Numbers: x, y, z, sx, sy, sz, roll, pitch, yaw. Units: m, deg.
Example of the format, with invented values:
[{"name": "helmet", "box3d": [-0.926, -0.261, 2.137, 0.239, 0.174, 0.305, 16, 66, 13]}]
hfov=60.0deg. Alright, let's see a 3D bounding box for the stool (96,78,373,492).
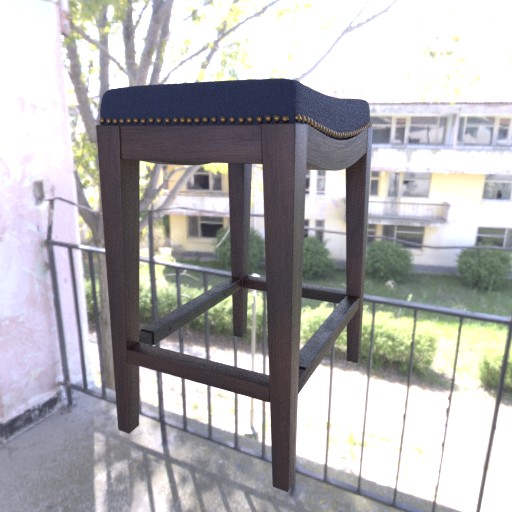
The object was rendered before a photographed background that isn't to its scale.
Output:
[{"name": "stool", "box3d": [0.000, 0.000, 0.929, 0.361, 0.642, 0.500, 7, 17, 25]}]
